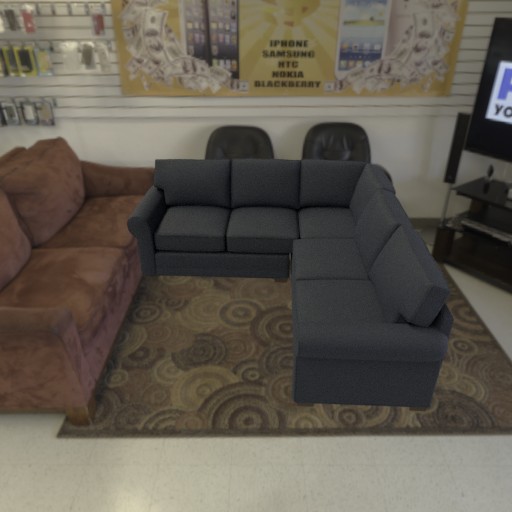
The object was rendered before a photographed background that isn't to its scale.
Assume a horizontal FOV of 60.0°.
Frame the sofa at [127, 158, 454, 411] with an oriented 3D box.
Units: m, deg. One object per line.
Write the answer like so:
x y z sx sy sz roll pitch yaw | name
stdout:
0.000 0.000 3.847 2.487 1.042 2.562 1 30 3 | sofa
